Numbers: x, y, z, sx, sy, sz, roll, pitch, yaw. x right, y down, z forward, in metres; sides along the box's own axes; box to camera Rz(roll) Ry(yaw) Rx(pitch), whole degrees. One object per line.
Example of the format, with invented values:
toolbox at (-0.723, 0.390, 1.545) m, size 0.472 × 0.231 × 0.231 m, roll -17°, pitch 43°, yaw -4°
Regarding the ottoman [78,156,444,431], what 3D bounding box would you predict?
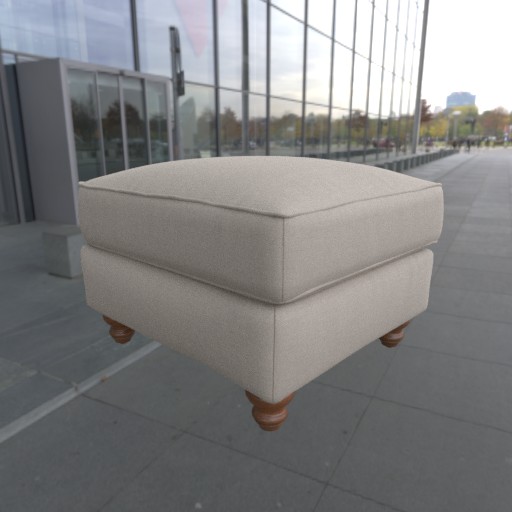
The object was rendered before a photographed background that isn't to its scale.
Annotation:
ottoman at (0.000, 0.000, 1.149) m, size 0.716 × 0.505 × 0.662 m, roll 14°, pitch 20°, yaw 42°
